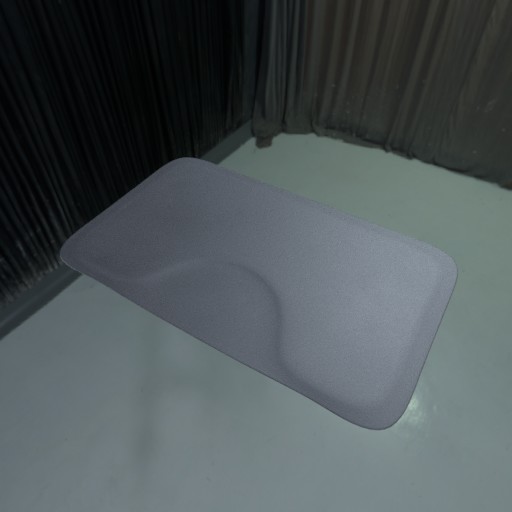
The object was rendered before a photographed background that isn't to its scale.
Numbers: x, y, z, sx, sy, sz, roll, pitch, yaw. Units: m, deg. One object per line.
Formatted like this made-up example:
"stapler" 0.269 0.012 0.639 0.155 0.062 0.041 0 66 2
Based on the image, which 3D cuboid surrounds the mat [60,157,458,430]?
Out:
"mat" 0.000 0.000 1.874 1.524 0.013 0.918 24 51 21
